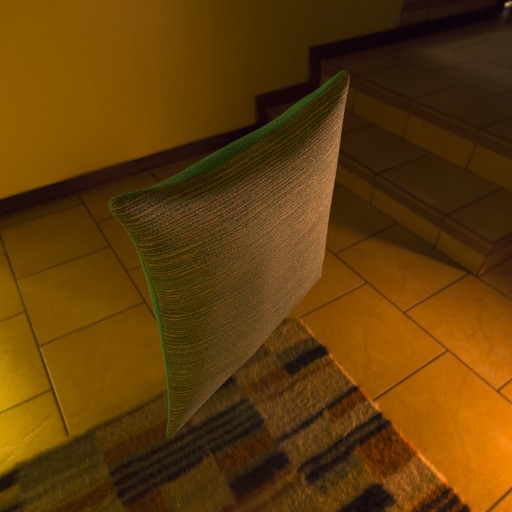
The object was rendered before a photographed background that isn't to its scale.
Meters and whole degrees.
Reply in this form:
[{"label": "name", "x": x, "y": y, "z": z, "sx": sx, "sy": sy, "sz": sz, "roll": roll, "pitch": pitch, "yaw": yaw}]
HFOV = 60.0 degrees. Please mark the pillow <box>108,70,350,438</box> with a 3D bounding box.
[{"label": "pillow", "x": 0.000, "y": 0.000, "z": 0.765, "sx": 0.150, "sy": 0.497, "sz": 0.514, "roll": 26, "pitch": 48, "yaw": 27}]
